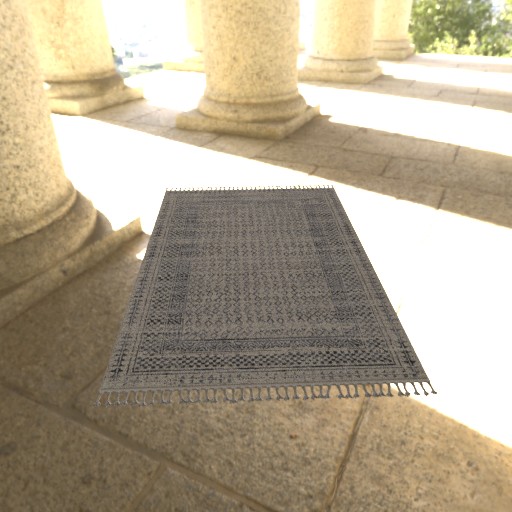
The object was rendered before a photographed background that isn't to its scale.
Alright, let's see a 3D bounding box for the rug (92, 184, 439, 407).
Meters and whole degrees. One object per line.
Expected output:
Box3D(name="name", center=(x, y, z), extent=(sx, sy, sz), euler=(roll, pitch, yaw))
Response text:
Box3D(name="rug", center=(0.000, 0.000, 3.012), extent=(1.548, 0.013, 2.486), euler=(-1, 31, -2))
